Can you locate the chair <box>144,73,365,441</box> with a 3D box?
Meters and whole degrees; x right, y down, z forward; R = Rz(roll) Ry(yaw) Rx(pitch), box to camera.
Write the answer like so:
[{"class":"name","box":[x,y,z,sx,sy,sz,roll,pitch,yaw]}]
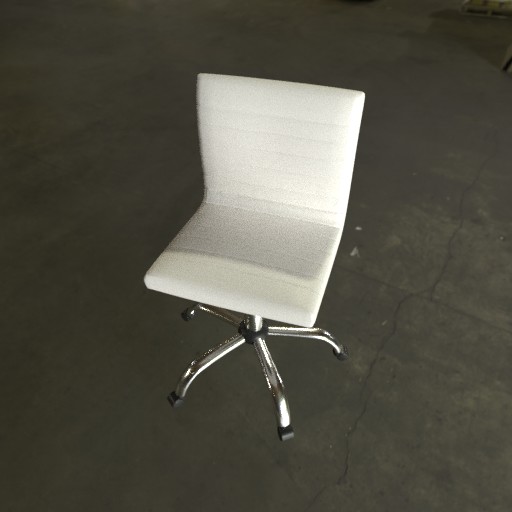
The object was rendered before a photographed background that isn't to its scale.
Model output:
[{"class":"chair","box":[0.000,0.000,1.129,0.556,0.780,0.530,12,42,14]}]
